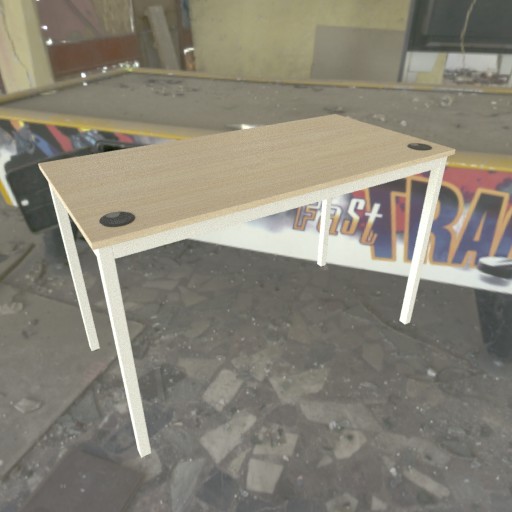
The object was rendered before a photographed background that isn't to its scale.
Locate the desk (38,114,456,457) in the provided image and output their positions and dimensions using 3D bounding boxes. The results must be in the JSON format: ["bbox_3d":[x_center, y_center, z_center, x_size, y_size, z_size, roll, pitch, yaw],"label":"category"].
[{"bbox_3d":[0.000,0.000,1.608,1.200,0.750,0.600,-18,35,-28],"label":"desk"}]
